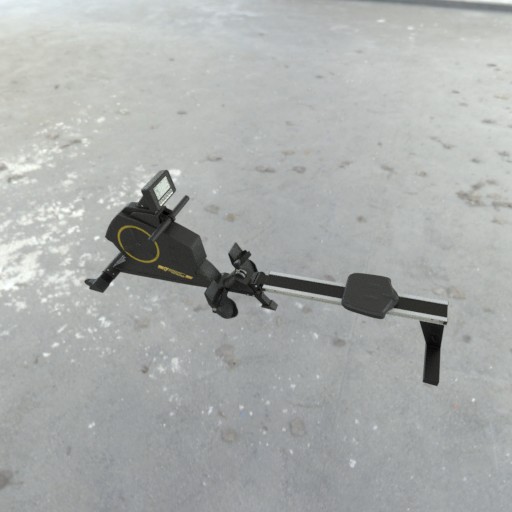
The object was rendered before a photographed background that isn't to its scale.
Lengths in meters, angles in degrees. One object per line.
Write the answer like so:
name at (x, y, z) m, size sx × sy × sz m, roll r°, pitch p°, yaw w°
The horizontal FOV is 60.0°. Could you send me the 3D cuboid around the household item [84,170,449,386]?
household item at (0.000, 0.000, 2.594) m, size 2.251 × 0.810 × 0.521 m, roll 13°, pitch 43°, yaw 14°
